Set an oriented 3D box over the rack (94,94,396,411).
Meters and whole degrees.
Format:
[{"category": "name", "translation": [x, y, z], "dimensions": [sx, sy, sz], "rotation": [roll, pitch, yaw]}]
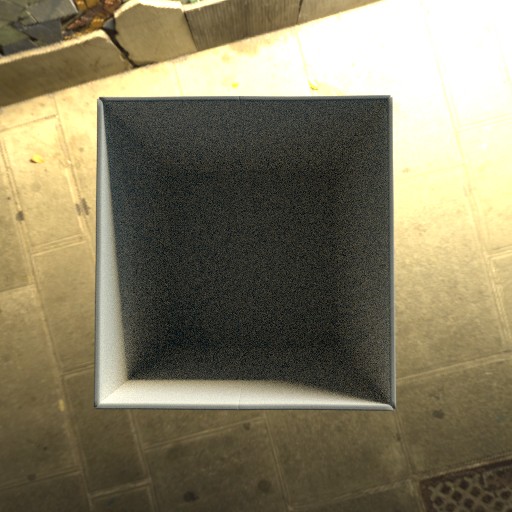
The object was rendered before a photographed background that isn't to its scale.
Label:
[{"category": "rack", "translation": [0.000, 0.000, 0.511], "dimensions": [0.270, 0.280, 0.270], "rotation": [0, 88, 1]}]
